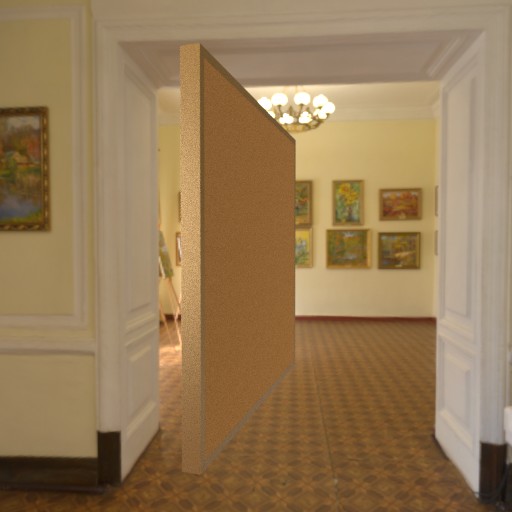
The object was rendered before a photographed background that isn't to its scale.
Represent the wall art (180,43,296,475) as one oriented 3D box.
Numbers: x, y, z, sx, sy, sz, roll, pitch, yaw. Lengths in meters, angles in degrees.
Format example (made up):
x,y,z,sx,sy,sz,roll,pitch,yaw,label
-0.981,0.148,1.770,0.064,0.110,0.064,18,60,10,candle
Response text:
x,y,z,sx,sy,sz,roll,pitch,yaw,label
0.000,0.000,1.149,0.038,0.762,0.762,1,2,18,wall art
